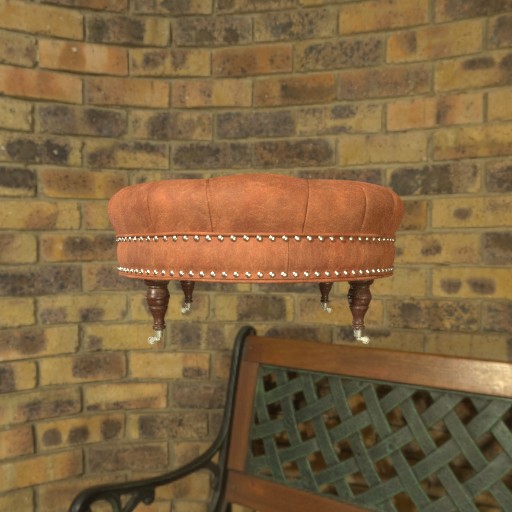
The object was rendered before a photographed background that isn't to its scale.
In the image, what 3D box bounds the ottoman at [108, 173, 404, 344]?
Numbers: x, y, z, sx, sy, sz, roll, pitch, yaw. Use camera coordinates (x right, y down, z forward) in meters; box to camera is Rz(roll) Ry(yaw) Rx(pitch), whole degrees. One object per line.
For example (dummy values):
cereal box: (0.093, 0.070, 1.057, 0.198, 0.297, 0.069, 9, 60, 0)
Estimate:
ottoman: (0.000, 0.000, 1.423, 0.901, 0.444, 0.901, 0, 1, 0)
